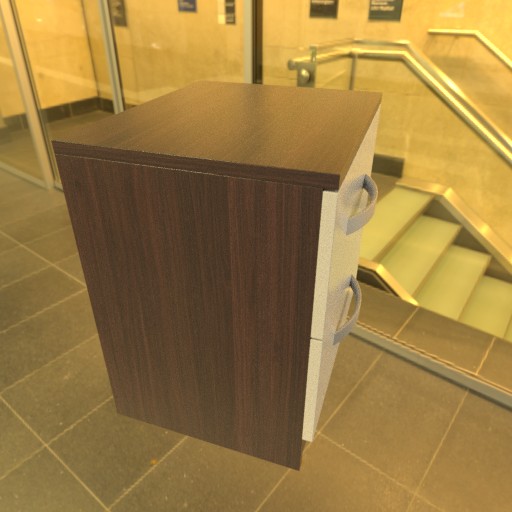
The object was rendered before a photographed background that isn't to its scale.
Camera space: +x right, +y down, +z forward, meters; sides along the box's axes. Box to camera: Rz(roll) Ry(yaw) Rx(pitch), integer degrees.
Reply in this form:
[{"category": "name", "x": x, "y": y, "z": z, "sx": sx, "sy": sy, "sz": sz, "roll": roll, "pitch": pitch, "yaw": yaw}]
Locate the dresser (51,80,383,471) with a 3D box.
[{"category": "dresser", "x": 0.000, "y": 0.000, "z": 0.743, "sx": 0.360, "sy": 0.470, "sz": 0.400, "roll": 10, "pitch": 33, "yaw": 16}]
